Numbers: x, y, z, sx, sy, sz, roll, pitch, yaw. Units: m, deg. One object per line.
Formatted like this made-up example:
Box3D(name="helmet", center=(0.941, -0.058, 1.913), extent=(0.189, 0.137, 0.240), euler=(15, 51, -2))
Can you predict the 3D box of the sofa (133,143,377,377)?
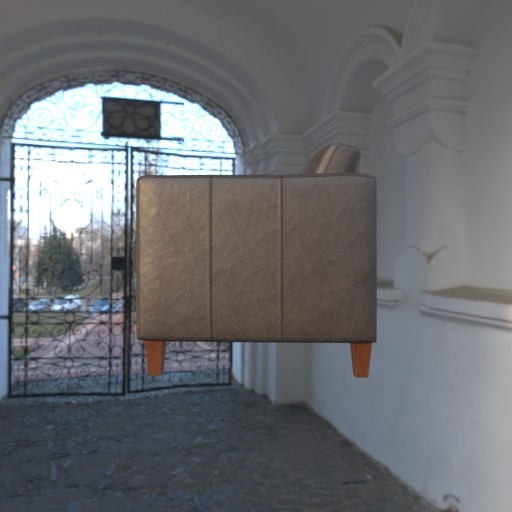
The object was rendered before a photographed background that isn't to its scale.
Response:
Box3D(name="sofa", center=(0.000, 0.000, 2.983), extent=(1.045, 1.006, 2.464), euler=(0, 0, 2))
